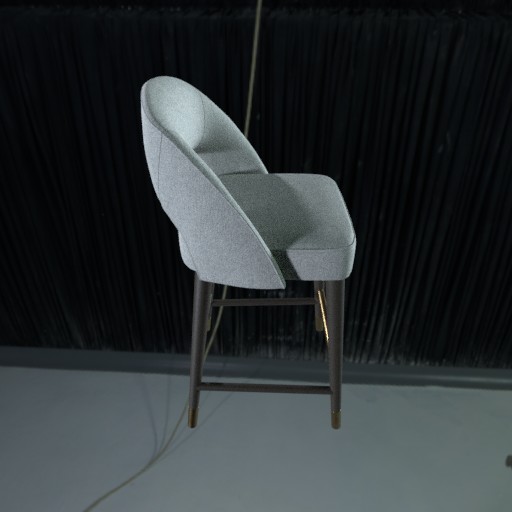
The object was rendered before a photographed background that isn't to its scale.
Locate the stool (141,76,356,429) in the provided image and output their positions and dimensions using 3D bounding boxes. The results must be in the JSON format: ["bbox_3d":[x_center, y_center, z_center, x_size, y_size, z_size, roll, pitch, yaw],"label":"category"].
[{"bbox_3d":[0.000,0.000,1.258,0.509,0.940,0.494,0,33,0],"label":"stool"}]
